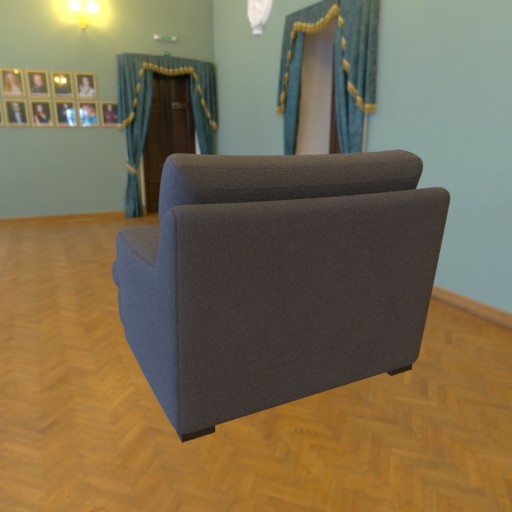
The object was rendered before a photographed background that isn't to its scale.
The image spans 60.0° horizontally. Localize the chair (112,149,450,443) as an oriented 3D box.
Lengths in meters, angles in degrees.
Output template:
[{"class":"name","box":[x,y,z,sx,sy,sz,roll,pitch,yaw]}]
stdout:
[{"class":"chair","box":[0.000,0.000,1.994,1.168,0.940,1.143,-8,17,-26]}]
